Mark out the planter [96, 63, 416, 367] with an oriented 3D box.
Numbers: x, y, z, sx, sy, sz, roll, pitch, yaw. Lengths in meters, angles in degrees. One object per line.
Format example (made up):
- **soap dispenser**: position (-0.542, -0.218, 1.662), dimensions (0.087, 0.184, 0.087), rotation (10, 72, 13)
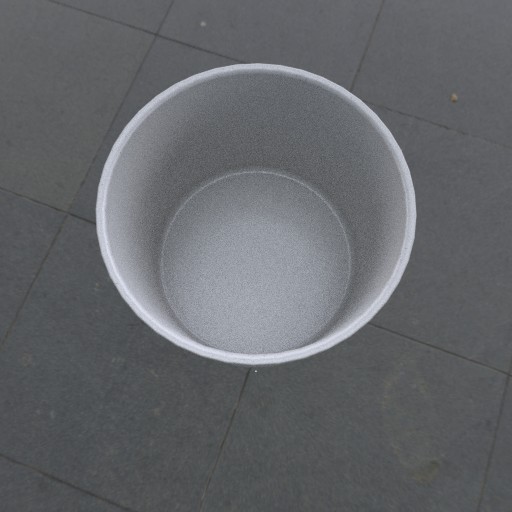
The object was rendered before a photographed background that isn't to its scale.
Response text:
- **planter**: position (0.000, 0.000, 0.509), dimensions (0.249, 0.343, 0.249), rotation (0, 75, 0)
